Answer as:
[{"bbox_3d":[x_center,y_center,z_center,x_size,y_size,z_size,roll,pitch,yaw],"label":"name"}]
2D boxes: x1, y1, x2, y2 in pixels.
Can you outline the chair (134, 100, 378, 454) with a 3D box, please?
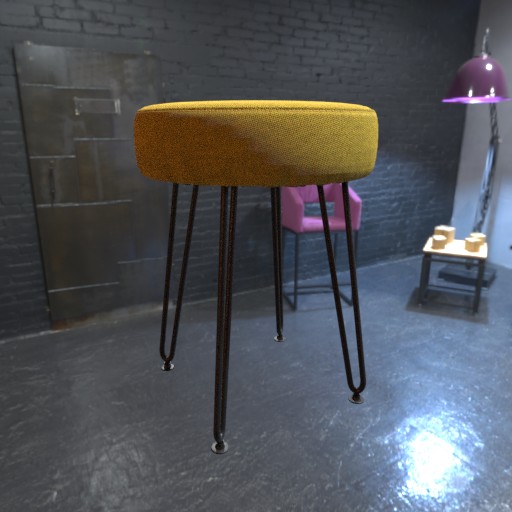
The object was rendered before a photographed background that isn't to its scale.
[{"bbox_3d":[0.000,0.000,0.699,0.345,0.455,0.345,-9,18,-27],"label":"chair"}]
